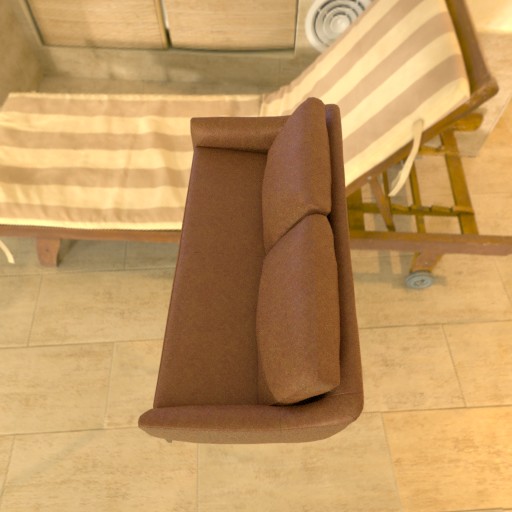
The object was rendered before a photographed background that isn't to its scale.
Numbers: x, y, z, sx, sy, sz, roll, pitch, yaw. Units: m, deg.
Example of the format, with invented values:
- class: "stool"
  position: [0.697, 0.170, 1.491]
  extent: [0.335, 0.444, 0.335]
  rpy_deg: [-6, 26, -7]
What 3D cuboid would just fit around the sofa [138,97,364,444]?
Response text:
- class: "sofa"
  position: [0.000, 0.000, 2.599]
  extent: [0.981, 0.945, 2.036]
  rpy_deg: [2, 58, 1]
